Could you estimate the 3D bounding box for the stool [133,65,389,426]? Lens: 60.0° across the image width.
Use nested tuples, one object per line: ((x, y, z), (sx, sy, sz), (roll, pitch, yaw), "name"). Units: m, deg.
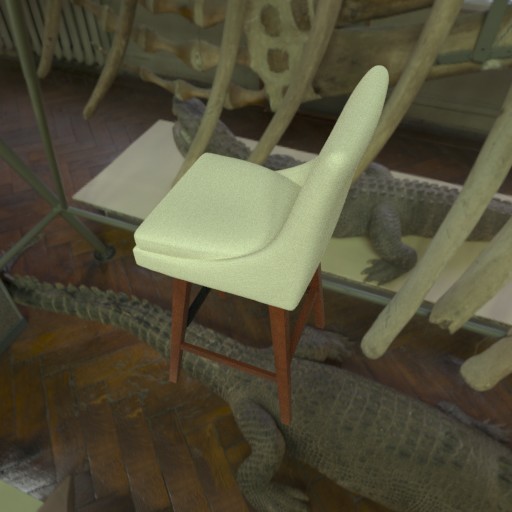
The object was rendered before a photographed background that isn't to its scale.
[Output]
((0.000, 0.000, 1.375), (0.559, 1.097, 0.470), (16, 47, 15), "stool")
